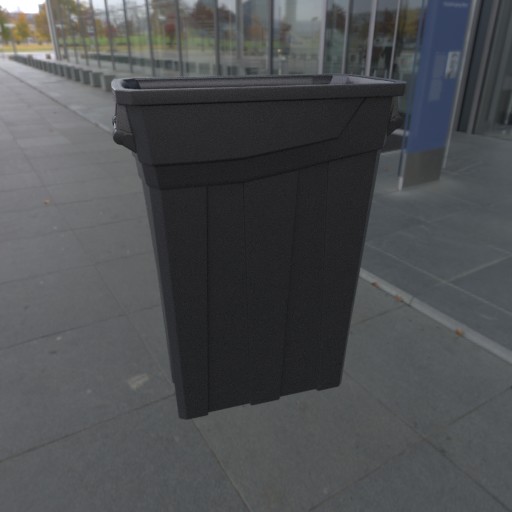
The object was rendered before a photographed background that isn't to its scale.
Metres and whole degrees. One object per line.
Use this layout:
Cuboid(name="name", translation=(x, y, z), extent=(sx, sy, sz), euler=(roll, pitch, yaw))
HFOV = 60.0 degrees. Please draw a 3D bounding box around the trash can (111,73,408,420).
Cuboid(name="trash can", translation=(0.000, 0.000, 1.031), extent=(0.559, 0.762, 0.281), euler=(-7, 27, -15))
